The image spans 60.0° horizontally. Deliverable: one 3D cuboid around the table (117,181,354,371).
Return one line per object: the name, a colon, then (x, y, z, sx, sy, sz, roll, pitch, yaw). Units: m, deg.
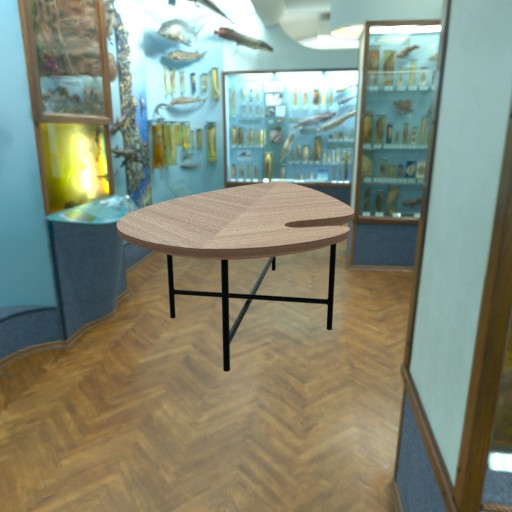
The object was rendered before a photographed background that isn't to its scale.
table: (0.000, 0.000, 1.450, 0.598, 0.360, 1.199, 3, 16, 10)
